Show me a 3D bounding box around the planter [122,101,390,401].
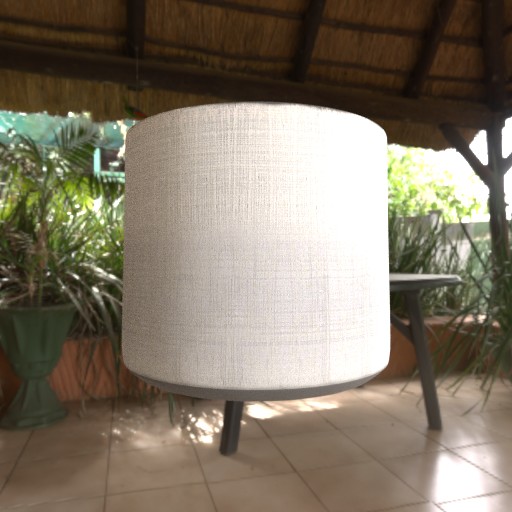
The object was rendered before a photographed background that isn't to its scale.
[{"bbox_3d":[0.000,0.000,0.439,0.254,0.221,0.254,0,-1,0],"label":"planter"}]
